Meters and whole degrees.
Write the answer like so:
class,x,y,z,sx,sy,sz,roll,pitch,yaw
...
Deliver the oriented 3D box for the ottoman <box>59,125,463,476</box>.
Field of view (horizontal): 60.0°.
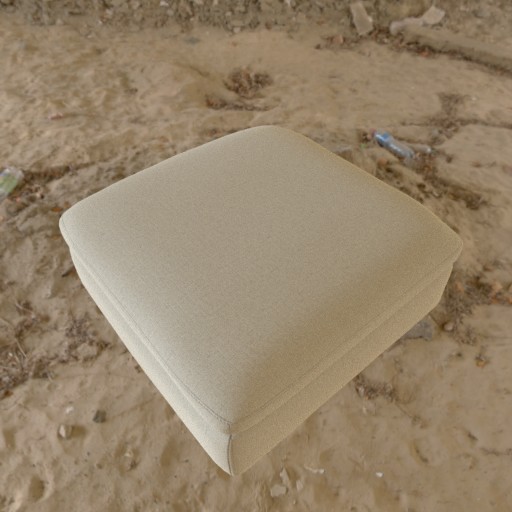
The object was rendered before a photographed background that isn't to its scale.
class,x,y,z,sx,sy,sz,roll,pitch,yaw
ottoman,0.000,0.000,1.524,0.996,0.467,0.977,-31,53,-27
